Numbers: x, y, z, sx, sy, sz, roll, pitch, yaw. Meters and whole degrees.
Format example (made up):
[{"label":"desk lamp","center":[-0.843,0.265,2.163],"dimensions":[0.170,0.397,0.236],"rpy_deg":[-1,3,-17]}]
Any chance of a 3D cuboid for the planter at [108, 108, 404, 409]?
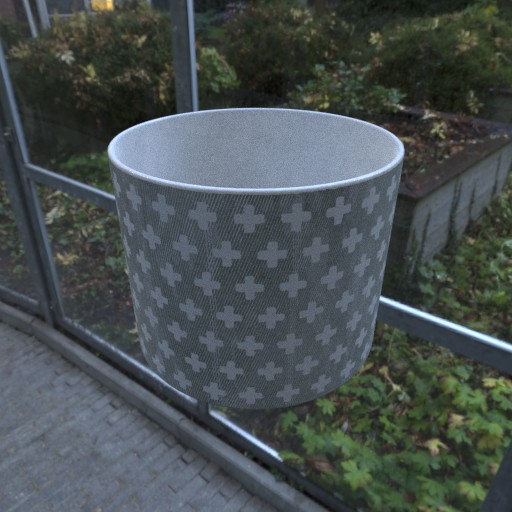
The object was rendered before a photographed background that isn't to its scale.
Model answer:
[{"label":"planter","center":[0.000,0.000,0.447],"dimensions":[0.250,0.239,0.250],"rpy_deg":[0,30,0]}]
